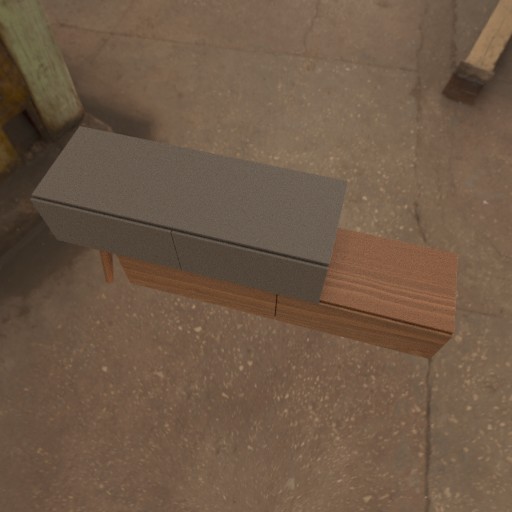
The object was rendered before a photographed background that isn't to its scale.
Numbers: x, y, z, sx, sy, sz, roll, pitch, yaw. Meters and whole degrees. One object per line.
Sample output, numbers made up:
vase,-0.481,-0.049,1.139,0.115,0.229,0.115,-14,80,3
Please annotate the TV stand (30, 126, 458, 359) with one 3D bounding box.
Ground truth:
TV stand,0.000,0.000,1.580,1.336,0.591,0.329,13,59,8
